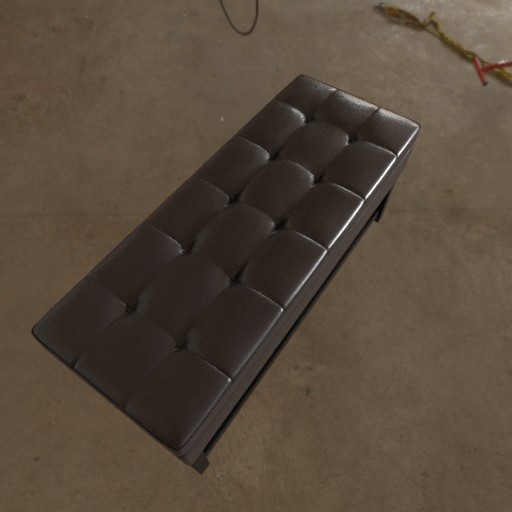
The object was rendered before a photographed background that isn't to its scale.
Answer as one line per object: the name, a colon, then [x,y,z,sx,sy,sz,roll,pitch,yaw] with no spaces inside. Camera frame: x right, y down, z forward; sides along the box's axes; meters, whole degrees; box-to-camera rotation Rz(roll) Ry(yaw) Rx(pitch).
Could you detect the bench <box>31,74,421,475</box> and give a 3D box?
bench: [0.000,0.000,1.300,0.432,0.460,1.105,31,62,18]
